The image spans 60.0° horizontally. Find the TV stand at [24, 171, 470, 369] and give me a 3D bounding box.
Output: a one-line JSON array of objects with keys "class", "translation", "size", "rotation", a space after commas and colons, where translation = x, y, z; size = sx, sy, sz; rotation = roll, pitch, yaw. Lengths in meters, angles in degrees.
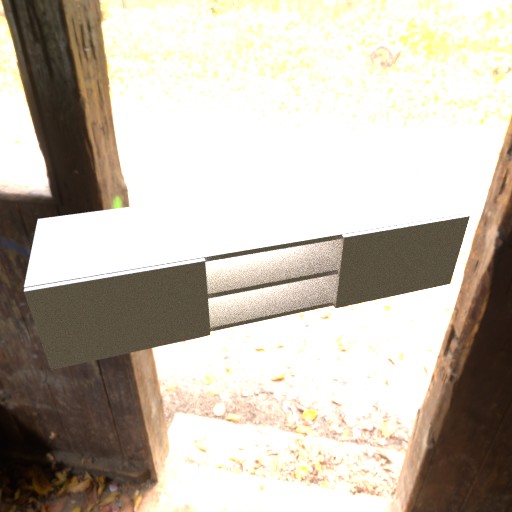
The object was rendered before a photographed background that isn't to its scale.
[{"class": "TV stand", "translation": [0.000, 0.000, 1.579], "size": [1.400, 0.310, 0.420], "rotation": [-10, 34, -15]}]
